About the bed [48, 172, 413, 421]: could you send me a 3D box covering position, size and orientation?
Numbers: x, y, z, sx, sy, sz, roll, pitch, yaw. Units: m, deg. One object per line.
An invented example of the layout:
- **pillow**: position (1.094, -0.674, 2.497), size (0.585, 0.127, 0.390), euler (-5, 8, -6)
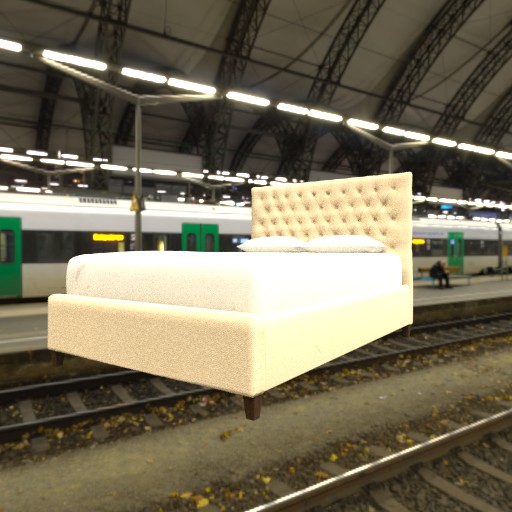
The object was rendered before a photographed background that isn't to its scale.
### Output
- **bed**: position (0.000, 0.000, 3.377), size (1.698, 1.427, 2.387), euler (1, 1, 35)
